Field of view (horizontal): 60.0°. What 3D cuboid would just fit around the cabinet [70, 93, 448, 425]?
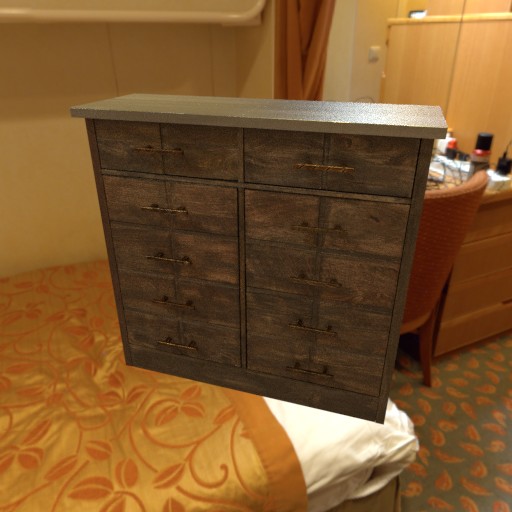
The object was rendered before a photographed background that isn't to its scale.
[{"bbox_3d":[0.000,0.000,1.426,0.968,0.919,0.338,8,28,16],"label":"cabinet"}]
